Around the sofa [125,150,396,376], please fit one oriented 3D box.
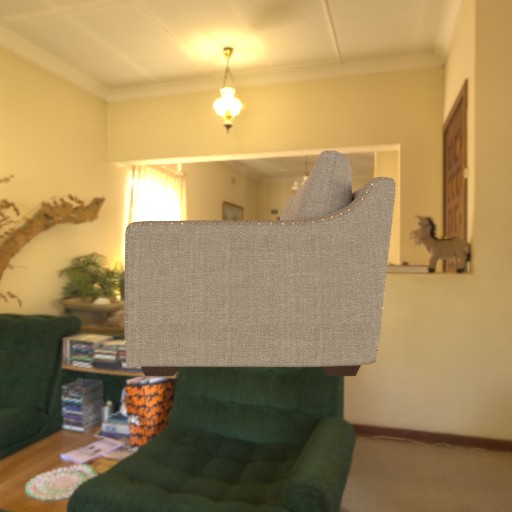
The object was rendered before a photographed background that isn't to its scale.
[{"bbox_3d":[0.000,0.000,2.665,1.000,0.857,2.208,0,0,0],"label":"sofa"}]
